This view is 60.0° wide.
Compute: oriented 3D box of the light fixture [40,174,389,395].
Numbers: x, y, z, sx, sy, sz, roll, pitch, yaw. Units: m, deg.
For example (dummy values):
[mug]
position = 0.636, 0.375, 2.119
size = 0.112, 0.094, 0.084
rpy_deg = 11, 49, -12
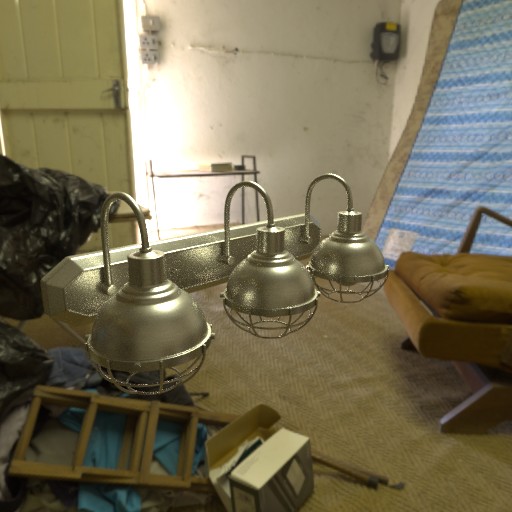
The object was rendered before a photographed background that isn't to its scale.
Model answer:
[light fixture]
position = 0.000, 0.000, 0.764
size = 0.229, 0.254, 0.634
rpy_deg = 14, 20, 43
